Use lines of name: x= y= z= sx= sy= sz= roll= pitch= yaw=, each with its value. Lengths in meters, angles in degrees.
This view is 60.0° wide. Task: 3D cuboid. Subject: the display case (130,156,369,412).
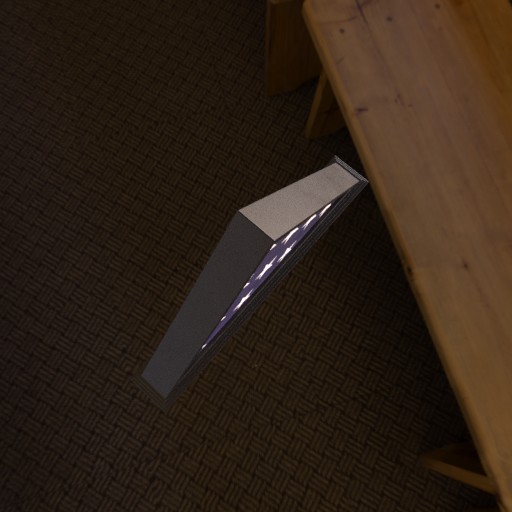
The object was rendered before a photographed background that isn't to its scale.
display case: x=0.000 y=0.000 z=0.762 sx=0.095 sy=0.340 sz=0.640 roll=41 pitch=79 yaw=9
